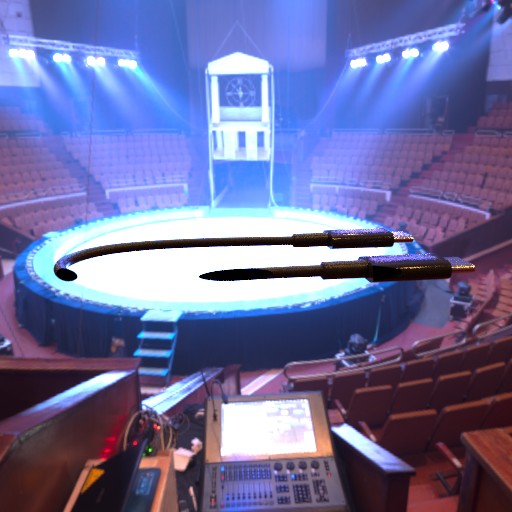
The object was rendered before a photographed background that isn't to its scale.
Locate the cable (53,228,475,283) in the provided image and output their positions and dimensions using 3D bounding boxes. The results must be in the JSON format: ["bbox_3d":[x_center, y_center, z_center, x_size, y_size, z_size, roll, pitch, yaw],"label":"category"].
[{"bbox_3d":[0.000,0.000,0.115,0.098,0.005,0.041,-2,16,-8],"label":"cable"}]
